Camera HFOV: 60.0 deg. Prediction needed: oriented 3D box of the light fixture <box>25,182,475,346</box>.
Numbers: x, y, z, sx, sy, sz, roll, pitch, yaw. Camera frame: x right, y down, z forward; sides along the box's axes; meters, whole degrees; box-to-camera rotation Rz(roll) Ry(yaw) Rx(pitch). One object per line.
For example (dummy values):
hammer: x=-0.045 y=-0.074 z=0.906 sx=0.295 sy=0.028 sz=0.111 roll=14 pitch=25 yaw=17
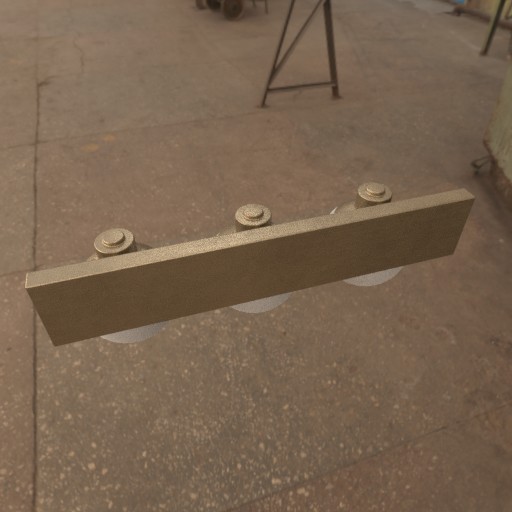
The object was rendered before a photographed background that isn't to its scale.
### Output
light fixture: x=0.000 y=0.000 z=0.842 sx=0.721 sy=0.263 sz=0.218 roll=-12 pitch=43 yaw=-13
